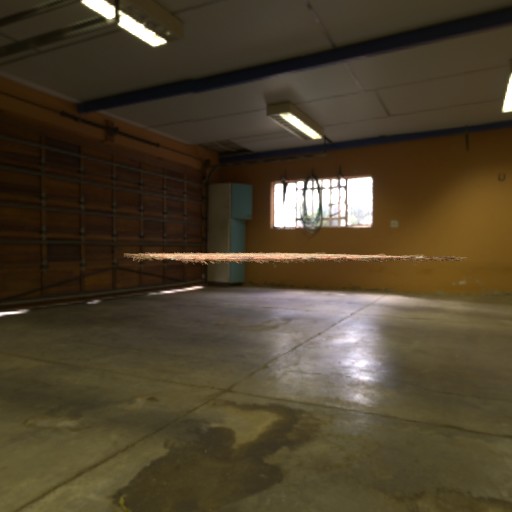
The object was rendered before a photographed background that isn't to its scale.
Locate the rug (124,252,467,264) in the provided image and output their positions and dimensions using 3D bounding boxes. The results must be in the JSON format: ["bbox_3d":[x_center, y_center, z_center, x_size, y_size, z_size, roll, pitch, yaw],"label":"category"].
[{"bbox_3d":[0.000,0.000,3.207,1.778,0.048,2.450,0,1,-19],"label":"rug"}]
